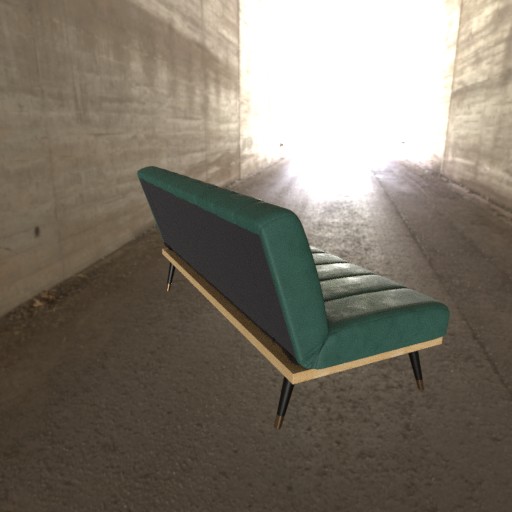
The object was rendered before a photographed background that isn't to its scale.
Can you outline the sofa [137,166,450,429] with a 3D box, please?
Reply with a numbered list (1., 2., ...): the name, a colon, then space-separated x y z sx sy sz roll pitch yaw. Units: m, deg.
1. sofa: 0.000 0.000 2.297 0.830 0.820 1.810 -7 18 -24
